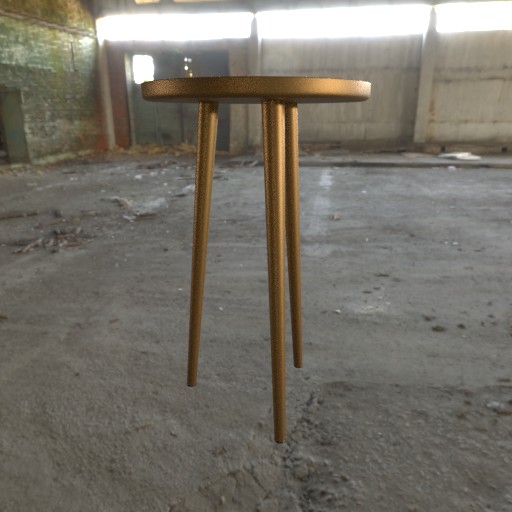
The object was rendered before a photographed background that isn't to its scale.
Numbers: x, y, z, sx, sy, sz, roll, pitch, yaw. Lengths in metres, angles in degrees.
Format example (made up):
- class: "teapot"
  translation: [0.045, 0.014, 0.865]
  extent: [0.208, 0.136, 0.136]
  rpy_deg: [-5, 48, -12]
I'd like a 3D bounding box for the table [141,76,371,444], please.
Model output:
- class: "table"
  translation: [0.000, 0.000, 0.666]
  extent: [0.299, 0.480, 0.299]
  rpy_deg: [3, 18, 9]
